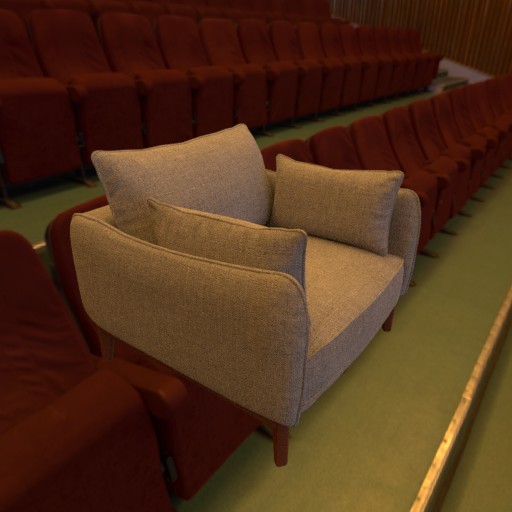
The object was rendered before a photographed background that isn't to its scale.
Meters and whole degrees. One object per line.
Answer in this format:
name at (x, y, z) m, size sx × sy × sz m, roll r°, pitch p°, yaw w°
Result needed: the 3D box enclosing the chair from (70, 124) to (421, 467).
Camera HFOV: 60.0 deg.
chair at (0.000, 0.000, 1.701) m, size 0.976 × 0.839 × 0.993 m, roll 18°, pitch 31°, yaw 32°
